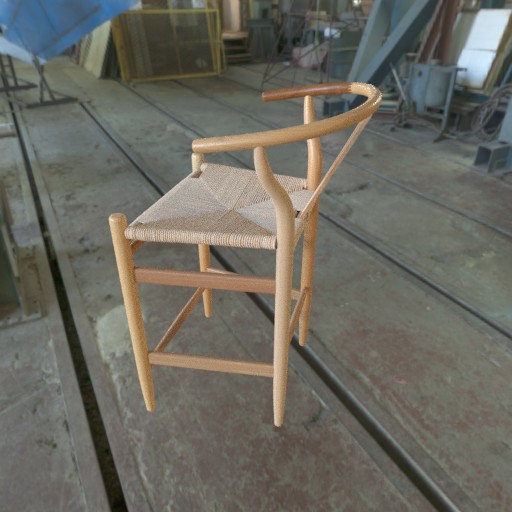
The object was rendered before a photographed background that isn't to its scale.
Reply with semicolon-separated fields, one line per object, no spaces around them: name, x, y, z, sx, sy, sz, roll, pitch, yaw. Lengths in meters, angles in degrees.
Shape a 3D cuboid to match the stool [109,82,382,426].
stool;0.000;0.000;1.272;0.575;0.923;0.536;9;32;14
